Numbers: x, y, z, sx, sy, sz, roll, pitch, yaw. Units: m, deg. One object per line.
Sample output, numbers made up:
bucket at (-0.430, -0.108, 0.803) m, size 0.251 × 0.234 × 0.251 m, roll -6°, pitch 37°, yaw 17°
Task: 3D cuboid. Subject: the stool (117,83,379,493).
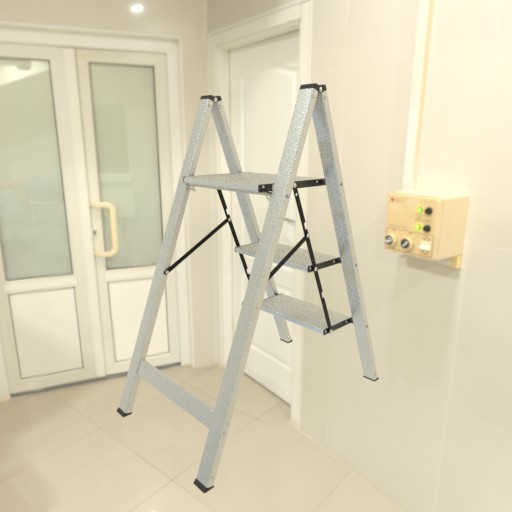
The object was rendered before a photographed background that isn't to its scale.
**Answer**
stool at (0.000, 0.000, 1.286) m, size 0.730 × 0.902 × 0.441 m, roll -14°, pitch 20°, yaw -41°
